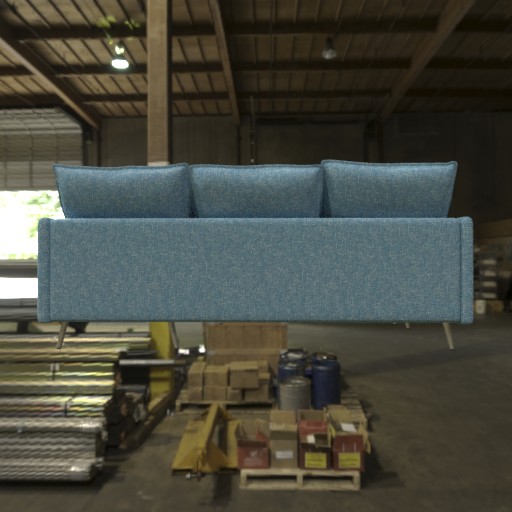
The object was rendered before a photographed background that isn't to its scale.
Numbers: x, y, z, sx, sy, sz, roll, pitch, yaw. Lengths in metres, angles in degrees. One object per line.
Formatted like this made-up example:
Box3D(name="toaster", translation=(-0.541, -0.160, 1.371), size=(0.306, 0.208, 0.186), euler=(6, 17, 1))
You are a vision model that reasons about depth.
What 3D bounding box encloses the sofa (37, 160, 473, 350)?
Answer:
Box3D(name="sofa", translation=(0.000, 0.000, 2.762), size=(2.034, 0.899, 1.420), euler=(0, 0, 1))
